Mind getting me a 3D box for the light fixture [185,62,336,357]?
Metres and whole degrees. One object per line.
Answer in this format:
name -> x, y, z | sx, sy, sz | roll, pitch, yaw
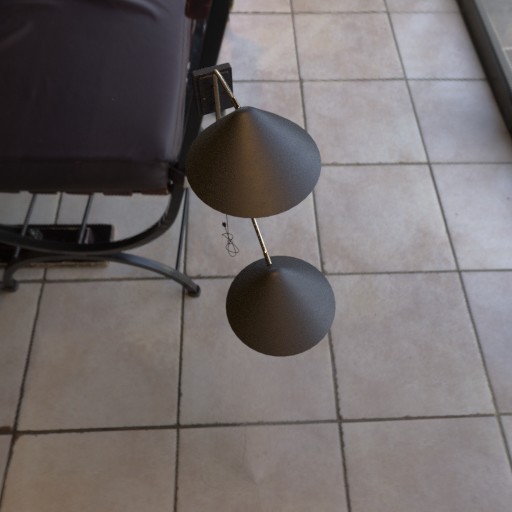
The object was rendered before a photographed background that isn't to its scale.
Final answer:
light fixture -> 0.000, 0.000, 0.844 | 0.189, 0.665, 0.422 | -19, 64, -9
